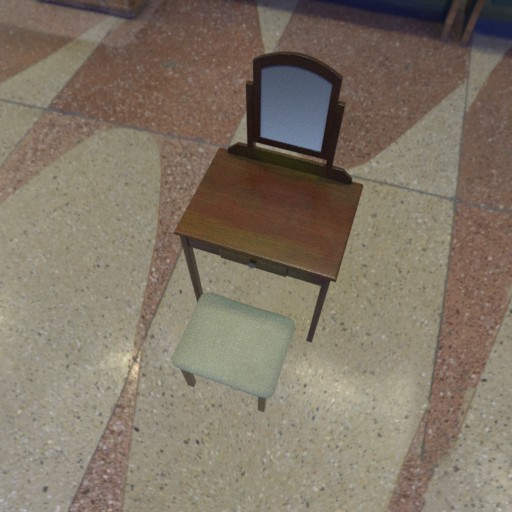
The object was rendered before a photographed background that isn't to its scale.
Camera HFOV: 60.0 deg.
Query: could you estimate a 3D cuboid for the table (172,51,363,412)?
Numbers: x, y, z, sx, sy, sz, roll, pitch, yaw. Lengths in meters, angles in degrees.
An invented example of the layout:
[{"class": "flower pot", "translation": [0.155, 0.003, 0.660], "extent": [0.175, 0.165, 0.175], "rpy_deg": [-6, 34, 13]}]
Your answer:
[{"class": "table", "translation": [0.000, 0.000, 2.356], "extent": [0.876, 1.631, 1.211], "rpy_deg": [17, 60, 10]}]
